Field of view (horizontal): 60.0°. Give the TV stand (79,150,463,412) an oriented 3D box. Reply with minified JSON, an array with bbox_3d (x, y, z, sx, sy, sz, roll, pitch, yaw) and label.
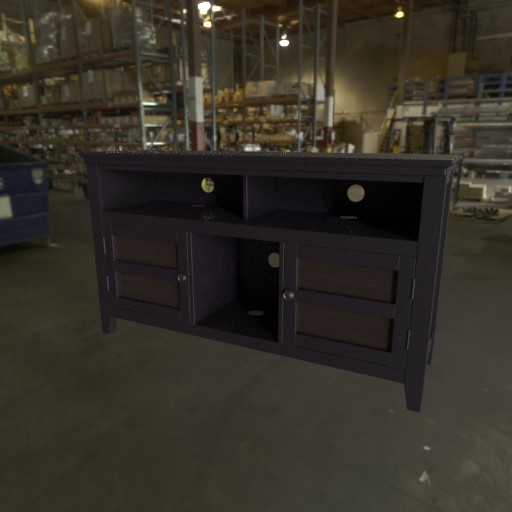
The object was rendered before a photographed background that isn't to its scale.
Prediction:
[{"bbox_3d":[0.000,0.000,1.510,1.198,0.681,0.347,7,17,25],"label":"TV stand"}]
